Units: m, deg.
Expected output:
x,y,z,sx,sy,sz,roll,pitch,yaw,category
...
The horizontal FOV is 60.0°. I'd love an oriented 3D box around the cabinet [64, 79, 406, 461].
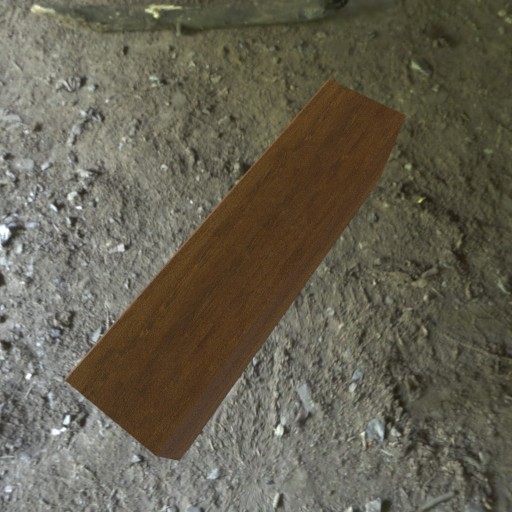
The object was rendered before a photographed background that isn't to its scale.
x,y,z,sx,sy,sz,roll,pitch,yaw,category
0.000,0.000,1.858,0.419,0.510,1.600,32,68,15,cabinet
